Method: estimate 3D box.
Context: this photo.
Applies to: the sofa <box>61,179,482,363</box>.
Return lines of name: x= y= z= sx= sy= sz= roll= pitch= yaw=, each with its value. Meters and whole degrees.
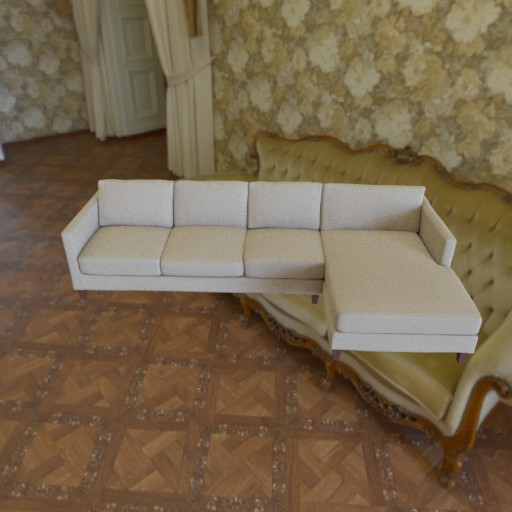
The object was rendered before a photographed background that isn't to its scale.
sofa: x=0.000 y=0.000 z=3.750 sx=3.186 sy=0.861 sz=1.625 roll=1 pitch=31 yaw=2
